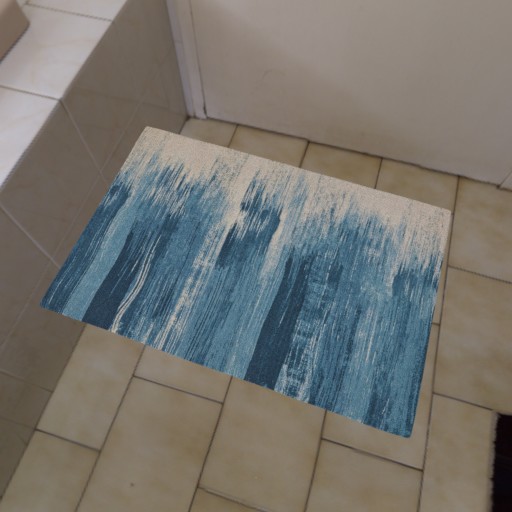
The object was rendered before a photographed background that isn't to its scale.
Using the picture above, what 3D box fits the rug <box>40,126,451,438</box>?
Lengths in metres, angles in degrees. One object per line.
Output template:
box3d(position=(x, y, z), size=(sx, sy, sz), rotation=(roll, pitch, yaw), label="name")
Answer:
box3d(position=(0.000, 0.000, 2.289), size=(1.836, 0.009, 1.232), rotation=(17, 65, 8), label="rug")
